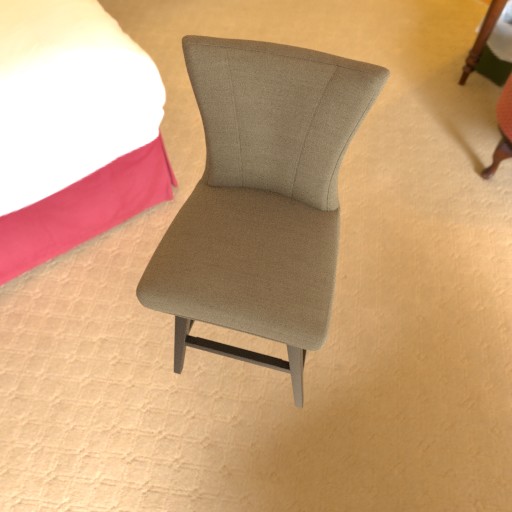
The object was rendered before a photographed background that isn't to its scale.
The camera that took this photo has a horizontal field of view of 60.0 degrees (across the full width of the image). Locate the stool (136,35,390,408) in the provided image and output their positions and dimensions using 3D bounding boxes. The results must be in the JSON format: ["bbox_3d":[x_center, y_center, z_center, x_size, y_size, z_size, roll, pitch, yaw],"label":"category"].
[{"bbox_3d":[0.000,0.000,1.375,0.514,1.086,0.574,13,59,8],"label":"stool"}]
